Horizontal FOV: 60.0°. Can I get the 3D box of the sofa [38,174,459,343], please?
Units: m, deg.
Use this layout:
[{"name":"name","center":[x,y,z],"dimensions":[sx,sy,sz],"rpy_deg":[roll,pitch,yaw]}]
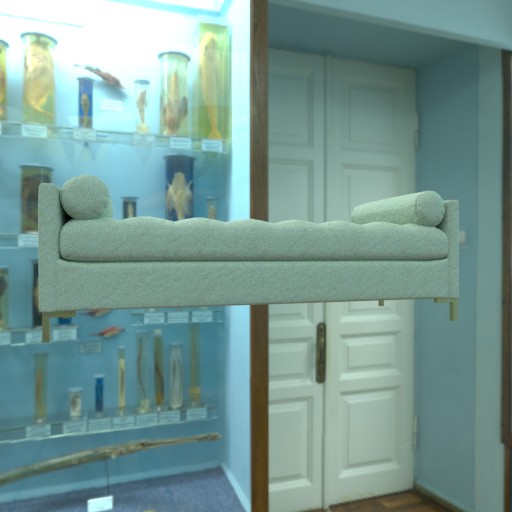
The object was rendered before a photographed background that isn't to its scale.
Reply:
[{"name":"sofa","center":[0.000,0.000,2.461],"dimensions":[2.102,0.705,0.796],"rpy_deg":[0,0,-17]}]
